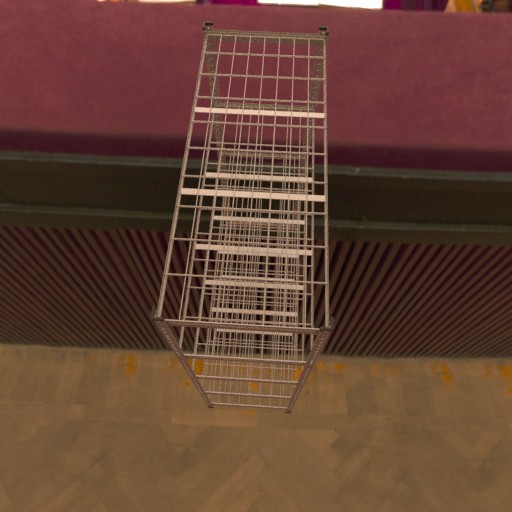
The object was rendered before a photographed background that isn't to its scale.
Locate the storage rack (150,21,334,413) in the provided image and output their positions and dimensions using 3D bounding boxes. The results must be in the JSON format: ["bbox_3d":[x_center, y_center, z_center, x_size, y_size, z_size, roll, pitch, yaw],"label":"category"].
[{"bbox_3d":[0.000,0.000,2.688,0.610,1.981,1.524,3,63,2],"label":"storage rack"}]
